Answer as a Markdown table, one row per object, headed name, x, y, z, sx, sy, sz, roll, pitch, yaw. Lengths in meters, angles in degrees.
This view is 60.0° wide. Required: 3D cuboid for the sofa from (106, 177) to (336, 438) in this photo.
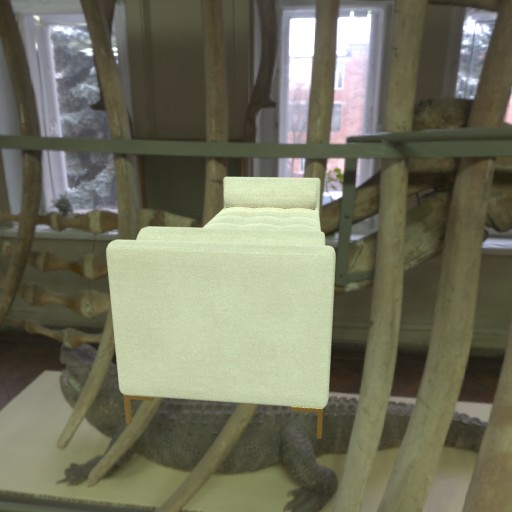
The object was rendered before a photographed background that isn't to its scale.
| name | x | y | z | sx | sy | sz | roll | pitch | yaw |
| --- | --- | --- | --- | --- | --- | --- | --- | --- | --- |
| sofa | 0.000 | 0.000 | 2.307 | 0.686 | 0.635 | 1.981 | 2 | 16 | 6 |
